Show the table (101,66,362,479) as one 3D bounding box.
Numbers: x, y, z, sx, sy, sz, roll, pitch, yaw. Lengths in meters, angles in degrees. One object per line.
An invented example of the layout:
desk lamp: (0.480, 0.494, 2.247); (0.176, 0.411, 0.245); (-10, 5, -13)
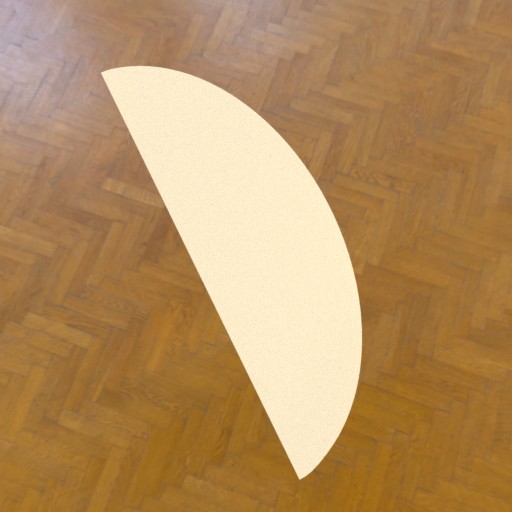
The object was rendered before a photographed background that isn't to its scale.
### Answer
table: (0.000, 0.000, 1.562); (0.394, 0.780, 1.219); (-26, 78, -6)
